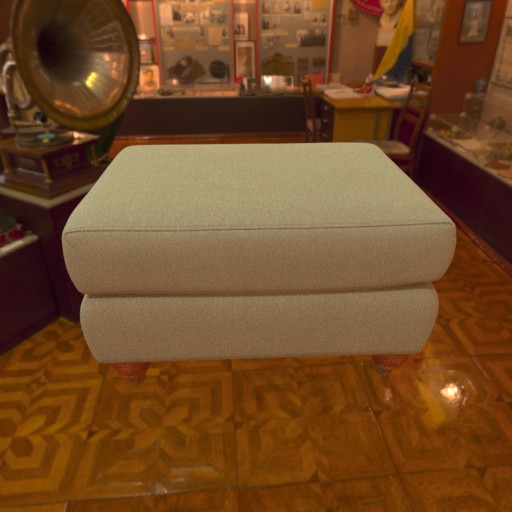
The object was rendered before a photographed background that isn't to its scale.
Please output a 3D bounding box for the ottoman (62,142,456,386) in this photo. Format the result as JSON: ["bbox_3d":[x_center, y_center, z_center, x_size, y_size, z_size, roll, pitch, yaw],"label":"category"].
[{"bbox_3d":[0.000,0.000,1.152,0.773,0.499,0.569,-1,29,-2],"label":"ottoman"}]
